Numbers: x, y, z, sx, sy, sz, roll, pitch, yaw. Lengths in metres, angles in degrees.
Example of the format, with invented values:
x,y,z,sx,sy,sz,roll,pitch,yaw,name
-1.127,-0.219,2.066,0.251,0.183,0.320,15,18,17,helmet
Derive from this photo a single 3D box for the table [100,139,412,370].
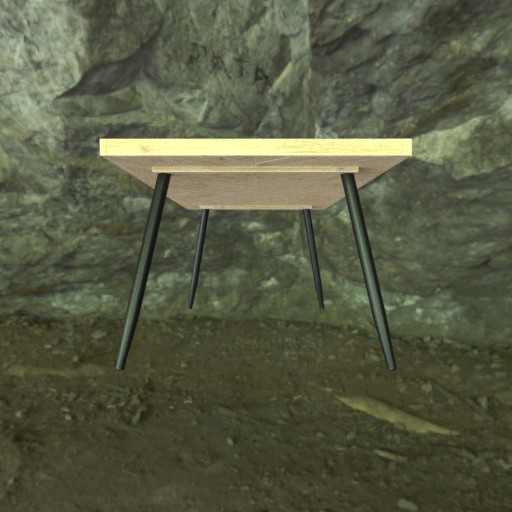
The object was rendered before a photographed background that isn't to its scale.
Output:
x,y,z,sx,sy,sz,roll,pitch,yaw,name
0.000,0.000,2.313,0.991,0.762,1.803,0,1,0,table
